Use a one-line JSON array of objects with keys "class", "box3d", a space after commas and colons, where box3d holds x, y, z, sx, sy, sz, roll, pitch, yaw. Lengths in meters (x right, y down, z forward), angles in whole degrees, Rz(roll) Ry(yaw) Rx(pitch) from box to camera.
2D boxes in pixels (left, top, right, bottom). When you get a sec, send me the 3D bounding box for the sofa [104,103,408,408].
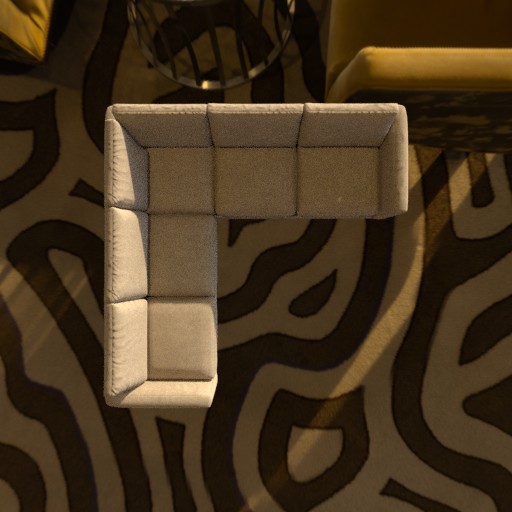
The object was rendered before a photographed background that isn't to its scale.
[{"class": "sofa", "box3d": [0.000, 0.000, 3.736, 2.438, 0.864, 2.438, 0, 90, 0]}]
